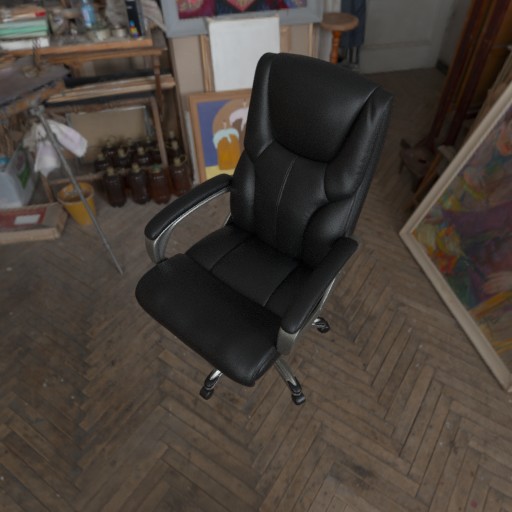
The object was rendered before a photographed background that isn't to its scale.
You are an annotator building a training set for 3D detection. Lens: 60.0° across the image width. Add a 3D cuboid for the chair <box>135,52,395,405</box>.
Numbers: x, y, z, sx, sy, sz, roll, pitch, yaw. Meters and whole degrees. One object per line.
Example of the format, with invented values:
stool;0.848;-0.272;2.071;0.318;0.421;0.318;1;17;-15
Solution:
chair;0.000;0.000;1.572;0.663;1.155;0.739;31;54;26
